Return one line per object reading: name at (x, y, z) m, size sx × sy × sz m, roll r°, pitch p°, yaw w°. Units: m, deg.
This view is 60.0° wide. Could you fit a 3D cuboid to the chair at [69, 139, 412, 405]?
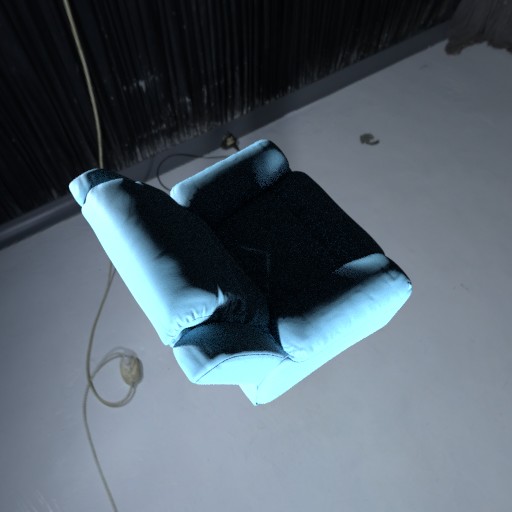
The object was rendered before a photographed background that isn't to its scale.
chair at (0.000, 0.000, 1.270) m, size 0.709 × 0.702 × 0.680 m, roll -31°, pitch 63°, yaw -18°
